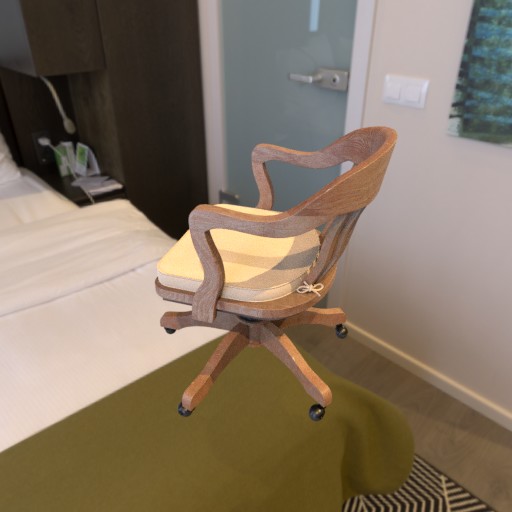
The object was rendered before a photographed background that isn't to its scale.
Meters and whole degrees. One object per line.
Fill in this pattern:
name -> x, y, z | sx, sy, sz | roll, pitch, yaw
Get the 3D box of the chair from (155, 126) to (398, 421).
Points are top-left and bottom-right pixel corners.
chair -> 0.000, 0.000, 1.498 | 0.788, 0.878, 0.750 | 8, 31, 14
